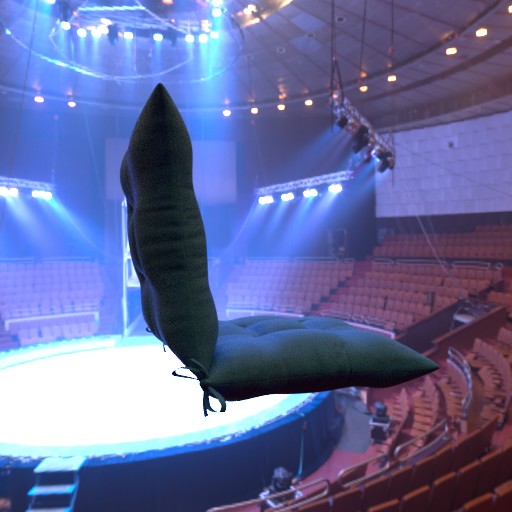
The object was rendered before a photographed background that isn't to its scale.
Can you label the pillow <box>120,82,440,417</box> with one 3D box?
[{"bbox_3d":[0.000,0.000,0.993,0.585,0.536,0.541,0,-1,-19],"label":"pillow"}]
